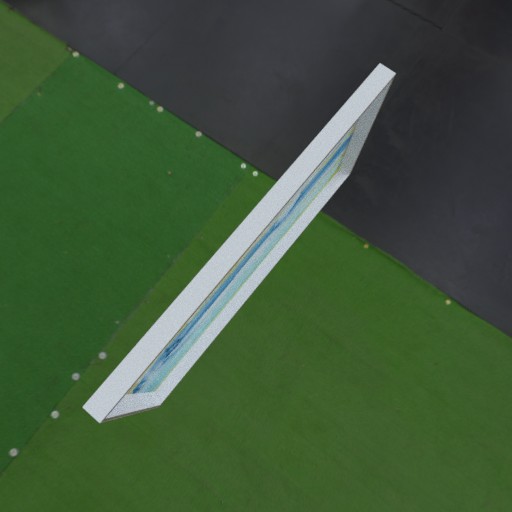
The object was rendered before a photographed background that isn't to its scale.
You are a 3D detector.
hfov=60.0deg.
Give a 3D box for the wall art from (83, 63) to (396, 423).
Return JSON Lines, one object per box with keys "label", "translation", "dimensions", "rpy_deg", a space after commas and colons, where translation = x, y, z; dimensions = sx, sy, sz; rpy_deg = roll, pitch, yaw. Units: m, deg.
{"label": "wall art", "translation": [0.000, 0.000, 0.977], "dimensions": [0.038, 0.431, 0.812], "rpy_deg": [38, 78, 10]}
